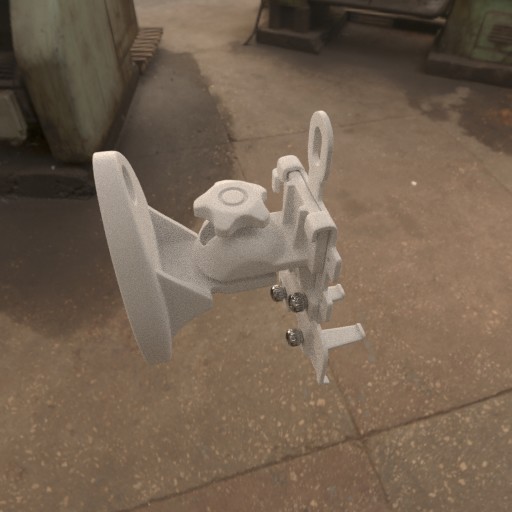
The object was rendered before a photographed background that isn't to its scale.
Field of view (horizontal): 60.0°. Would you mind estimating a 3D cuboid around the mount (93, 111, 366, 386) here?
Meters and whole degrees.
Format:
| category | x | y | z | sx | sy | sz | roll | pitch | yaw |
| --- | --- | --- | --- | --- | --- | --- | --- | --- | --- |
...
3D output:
| category | x | y | z | sx | sy | sz | roll | pitch | yaw |
| --- | --- | --- | --- | --- | --- | --- | --- | --- | --- |
| mount | 0.000 | 0.000 | 0.179 | 0.100 | 0.118 | 0.066 | -10 | 47 | -10 |
